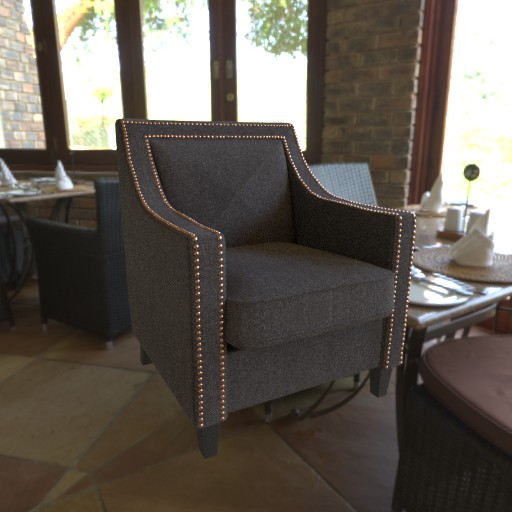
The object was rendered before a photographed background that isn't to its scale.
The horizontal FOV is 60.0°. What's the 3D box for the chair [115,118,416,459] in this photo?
[{"bbox_3d":[0.000,0.000,1.599,0.776,0.967,0.884,-8,16,-27],"label":"chair"}]
